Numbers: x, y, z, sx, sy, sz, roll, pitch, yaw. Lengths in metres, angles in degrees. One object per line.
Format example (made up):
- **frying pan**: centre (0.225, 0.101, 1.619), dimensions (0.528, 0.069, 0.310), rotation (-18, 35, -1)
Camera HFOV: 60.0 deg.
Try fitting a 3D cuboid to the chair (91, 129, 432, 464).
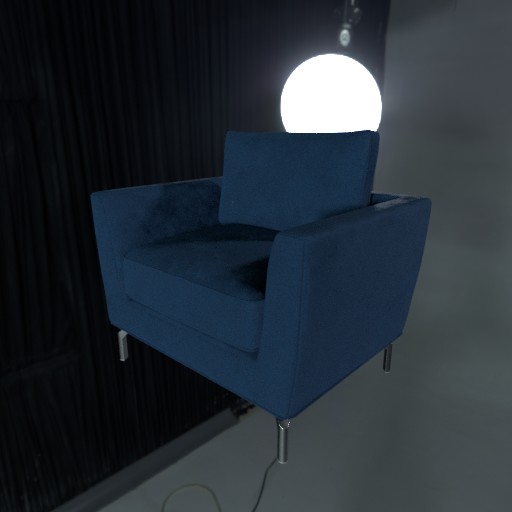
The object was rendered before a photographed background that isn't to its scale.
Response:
- **chair**: centre (0.000, 0.000, 1.620), dimensions (0.977, 0.893, 0.746), rotation (15, 22, 40)
